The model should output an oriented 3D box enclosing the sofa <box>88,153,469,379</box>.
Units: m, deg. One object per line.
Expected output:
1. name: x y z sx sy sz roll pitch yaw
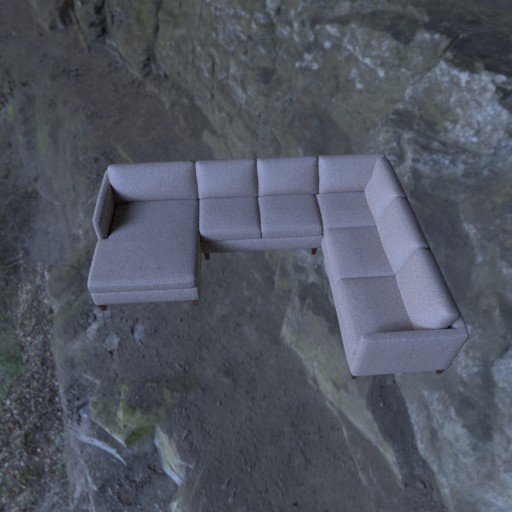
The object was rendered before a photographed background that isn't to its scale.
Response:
1. sofa: 0.000 0.000 4.592 3.403 0.889 2.551 -3 47 -3
